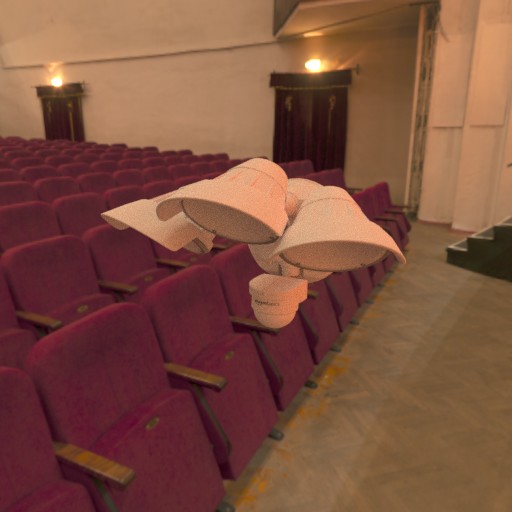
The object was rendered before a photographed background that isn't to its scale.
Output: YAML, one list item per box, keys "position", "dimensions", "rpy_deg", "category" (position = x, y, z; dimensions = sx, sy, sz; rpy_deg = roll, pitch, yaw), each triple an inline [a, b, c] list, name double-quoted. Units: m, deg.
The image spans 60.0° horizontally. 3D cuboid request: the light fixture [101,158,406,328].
- position: [0.000, 0.000, 0.551]
  dimensions: [0.369, 0.237, 0.278]
  rpy_deg: [8, 17, 26]
  category: "light fixture"
